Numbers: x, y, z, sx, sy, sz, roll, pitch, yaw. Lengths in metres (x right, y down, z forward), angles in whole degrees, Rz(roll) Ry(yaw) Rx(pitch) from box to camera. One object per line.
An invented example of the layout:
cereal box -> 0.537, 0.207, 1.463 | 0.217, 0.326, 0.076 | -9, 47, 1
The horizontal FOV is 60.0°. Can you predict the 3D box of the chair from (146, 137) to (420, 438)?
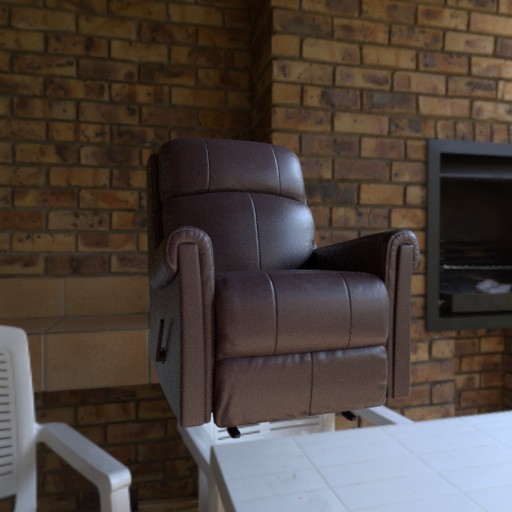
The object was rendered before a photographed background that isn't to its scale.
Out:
chair -> 0.000, 0.000, 1.752 | 0.838, 1.054, 1.014 | 0, 1, -19
